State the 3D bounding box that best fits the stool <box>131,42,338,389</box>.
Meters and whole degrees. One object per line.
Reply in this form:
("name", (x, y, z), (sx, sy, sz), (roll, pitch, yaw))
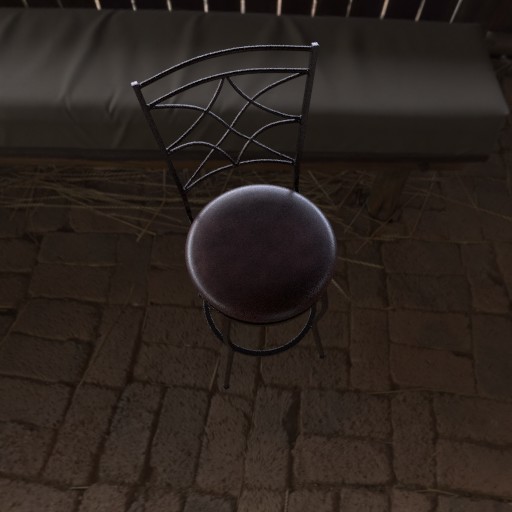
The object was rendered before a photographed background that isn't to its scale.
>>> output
("stool", (0.000, 0.000, 1.399), (0.434, 1.117, 0.534), (-16, 65, -8))
